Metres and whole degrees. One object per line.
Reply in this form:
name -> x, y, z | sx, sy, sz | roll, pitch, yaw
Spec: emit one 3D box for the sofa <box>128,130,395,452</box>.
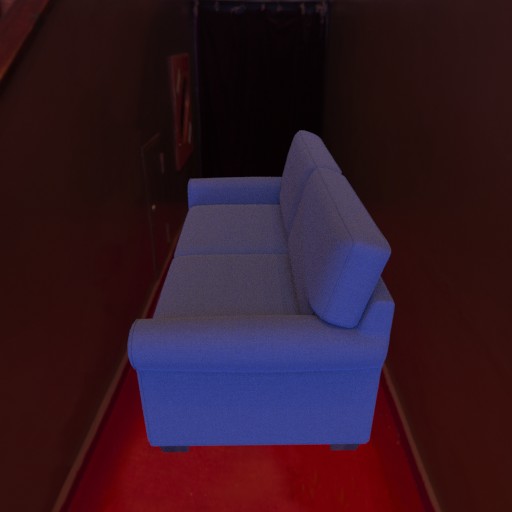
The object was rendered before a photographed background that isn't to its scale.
sofa -> 0.000, 0.000, 2.455 | 0.940, 1.020, 1.930 | 0, 27, -1
